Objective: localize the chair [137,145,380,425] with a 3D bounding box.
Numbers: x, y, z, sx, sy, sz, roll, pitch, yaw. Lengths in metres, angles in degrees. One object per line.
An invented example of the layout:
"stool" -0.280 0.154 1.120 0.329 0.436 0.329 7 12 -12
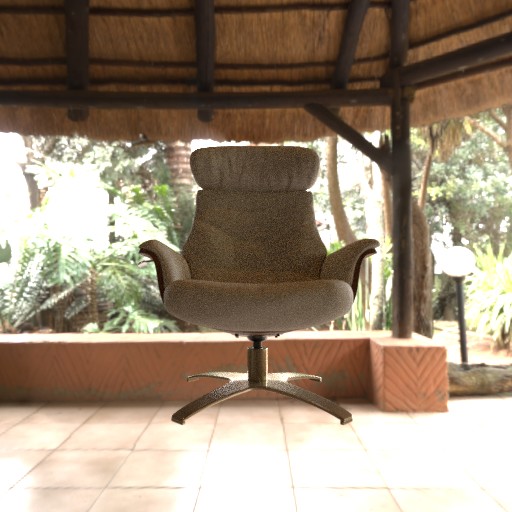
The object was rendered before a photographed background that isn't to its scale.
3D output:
"chair" 0.000 0.000 1.590 0.785 0.995 0.837 0 -2 -1
